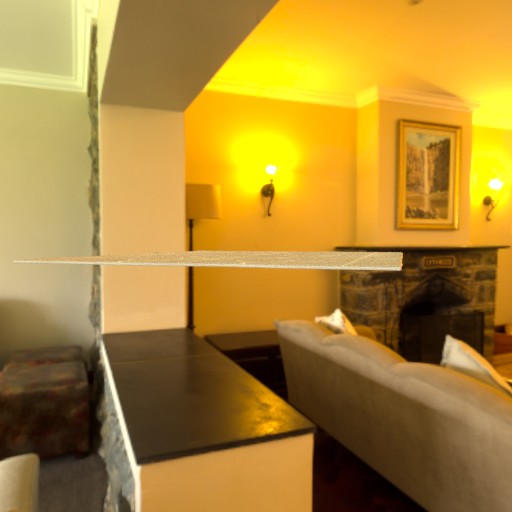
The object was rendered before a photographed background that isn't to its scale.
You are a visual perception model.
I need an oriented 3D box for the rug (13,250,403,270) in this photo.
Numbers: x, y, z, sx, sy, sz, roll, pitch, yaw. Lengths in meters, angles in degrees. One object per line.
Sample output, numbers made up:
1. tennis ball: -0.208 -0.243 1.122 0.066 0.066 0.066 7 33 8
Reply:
1. rug: 0.000 0.000 0.872 0.548 0.006 0.639 1 2 18
